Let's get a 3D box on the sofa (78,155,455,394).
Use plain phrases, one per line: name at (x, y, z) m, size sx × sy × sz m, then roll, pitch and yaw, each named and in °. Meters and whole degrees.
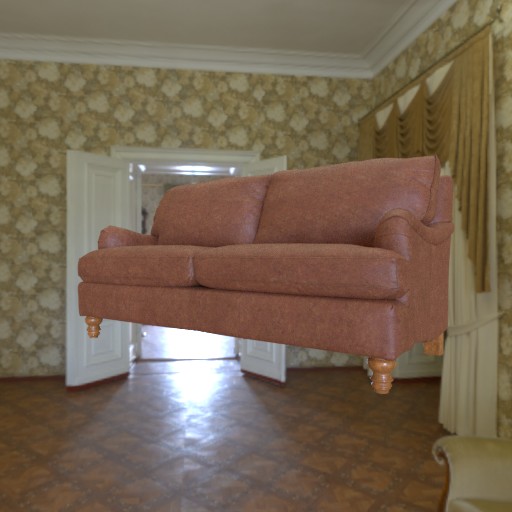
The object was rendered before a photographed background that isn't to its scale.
sofa at (0.000, 0.000, 2.722) m, size 2.144 × 1.071 × 1.147 m, roll 0°, pitch 0°, yaw 36°
